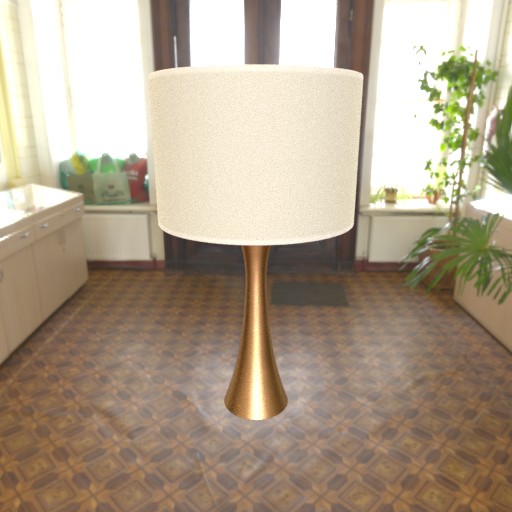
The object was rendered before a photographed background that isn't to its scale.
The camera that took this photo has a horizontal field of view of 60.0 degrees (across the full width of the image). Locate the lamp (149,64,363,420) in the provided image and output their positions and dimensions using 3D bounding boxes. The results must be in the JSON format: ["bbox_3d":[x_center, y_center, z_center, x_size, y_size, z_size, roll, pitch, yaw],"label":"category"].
[{"bbox_3d":[0.000,0.000,0.637,0.268,0.479,0.268,16,23,43],"label":"lamp"}]
